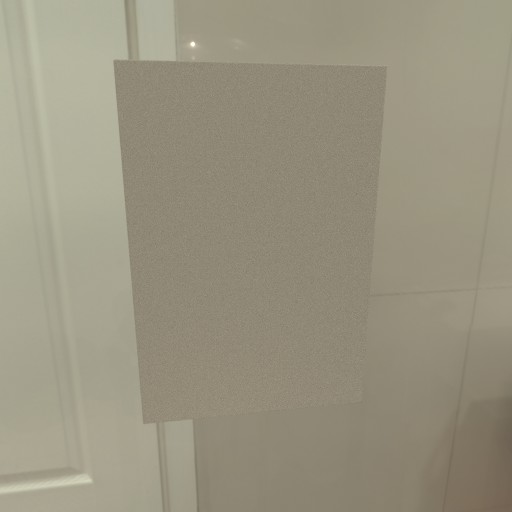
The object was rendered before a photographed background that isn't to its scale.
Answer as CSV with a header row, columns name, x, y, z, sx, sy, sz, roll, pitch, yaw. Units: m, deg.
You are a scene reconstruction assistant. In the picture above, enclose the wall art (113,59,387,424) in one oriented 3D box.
name,x,y,z,sx,sy,sz,roll,pitch,yaw
wall art,0.000,0.000,1.471,0.808,1.183,0.038,-3,16,-9
